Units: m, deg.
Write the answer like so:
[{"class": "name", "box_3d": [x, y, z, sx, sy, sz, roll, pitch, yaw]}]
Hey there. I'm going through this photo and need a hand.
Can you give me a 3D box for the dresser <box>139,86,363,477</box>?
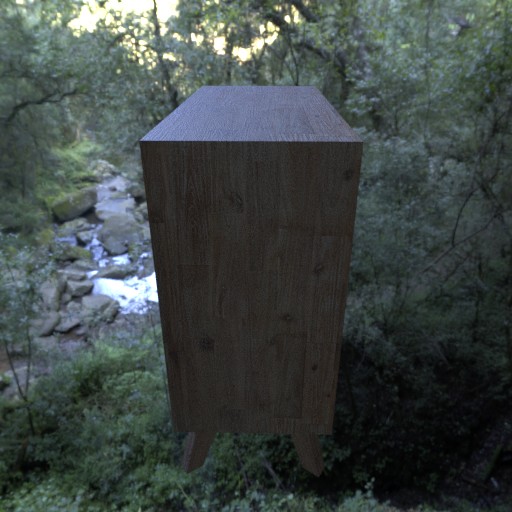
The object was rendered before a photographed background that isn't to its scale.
[{"class": "dresser", "box_3d": [0.000, 0.000, 1.574, 0.455, 1.029, 0.998, 1, 27, 1]}]
